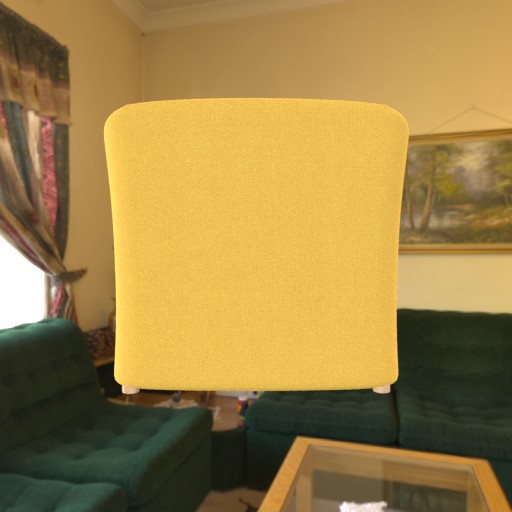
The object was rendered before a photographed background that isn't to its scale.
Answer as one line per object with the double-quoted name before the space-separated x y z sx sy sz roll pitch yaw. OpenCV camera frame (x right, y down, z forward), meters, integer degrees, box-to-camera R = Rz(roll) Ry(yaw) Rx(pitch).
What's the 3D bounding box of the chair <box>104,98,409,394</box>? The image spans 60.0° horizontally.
"chair" 0.000 0.000 1.336 0.790 0.720 0.700 0 0 0
